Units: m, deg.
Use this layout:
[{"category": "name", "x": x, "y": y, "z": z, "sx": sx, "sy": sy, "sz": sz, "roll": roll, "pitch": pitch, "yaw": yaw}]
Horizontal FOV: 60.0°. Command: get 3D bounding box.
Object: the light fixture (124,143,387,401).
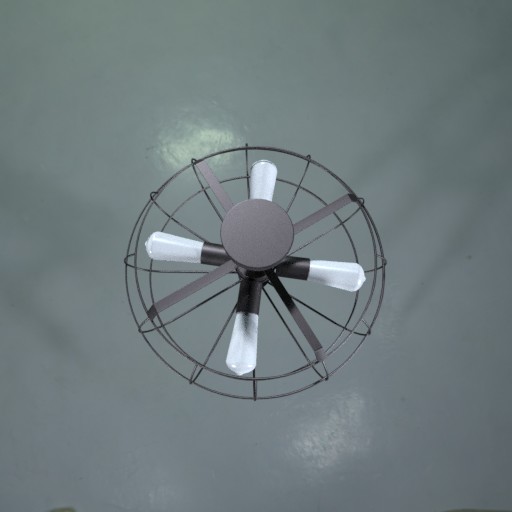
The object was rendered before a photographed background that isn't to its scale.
[{"category": "light fixture", "x": 0.000, "y": 0.000, "z": 0.938, "sx": 0.582, "sy": 0.311, "sz": 0.582, "roll": 0, "pitch": 74, "yaw": 0}]
